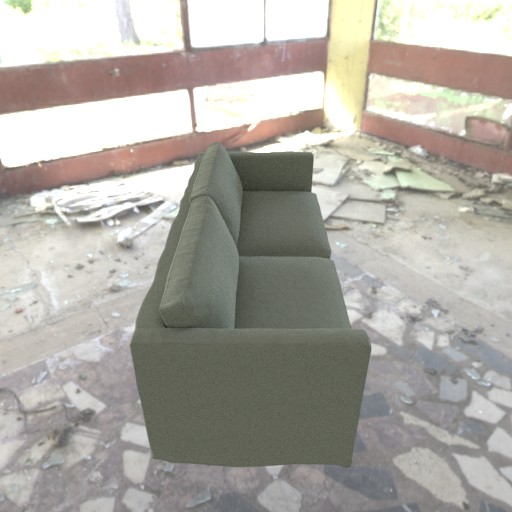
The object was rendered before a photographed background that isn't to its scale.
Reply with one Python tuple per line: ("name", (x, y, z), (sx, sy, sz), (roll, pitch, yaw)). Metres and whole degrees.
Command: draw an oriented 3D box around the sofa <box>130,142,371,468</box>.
("sofa", (0.000, 0.000, 2.784), (0.962, 0.853, 2.312), (0, 31, 0))
